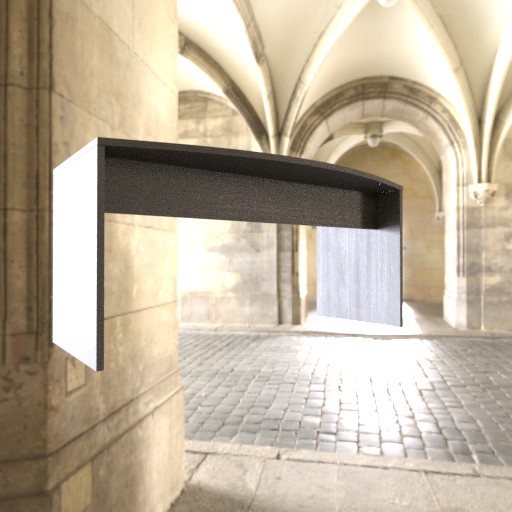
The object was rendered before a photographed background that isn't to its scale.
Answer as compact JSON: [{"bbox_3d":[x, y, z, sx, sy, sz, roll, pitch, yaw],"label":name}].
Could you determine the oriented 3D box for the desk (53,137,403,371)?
[{"bbox_3d":[0.000,0.000,2.076,1.600,0.750,0.802,0,-1,-36],"label":"desk"}]
